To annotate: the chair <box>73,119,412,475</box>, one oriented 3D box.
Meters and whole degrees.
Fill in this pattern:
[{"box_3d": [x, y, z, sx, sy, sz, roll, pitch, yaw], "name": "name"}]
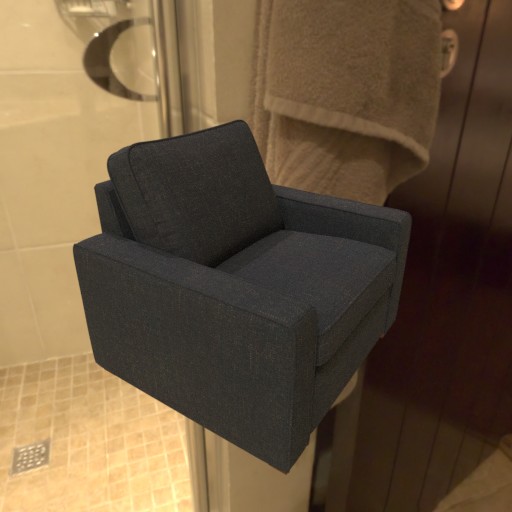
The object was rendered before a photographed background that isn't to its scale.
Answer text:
[{"box_3d": [0.000, 0.000, 1.755, 0.940, 0.919, 1.017, 17, 31, 30], "name": "chair"}]
